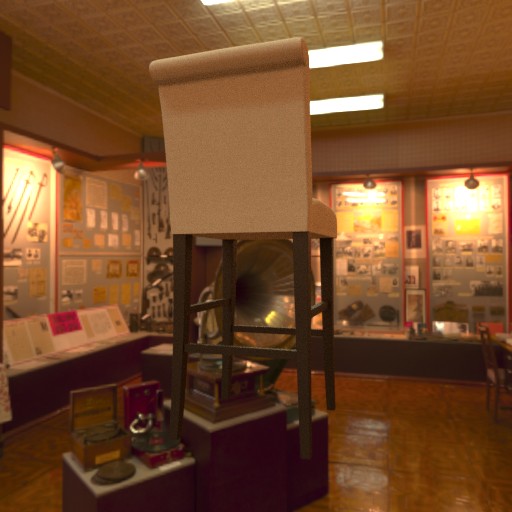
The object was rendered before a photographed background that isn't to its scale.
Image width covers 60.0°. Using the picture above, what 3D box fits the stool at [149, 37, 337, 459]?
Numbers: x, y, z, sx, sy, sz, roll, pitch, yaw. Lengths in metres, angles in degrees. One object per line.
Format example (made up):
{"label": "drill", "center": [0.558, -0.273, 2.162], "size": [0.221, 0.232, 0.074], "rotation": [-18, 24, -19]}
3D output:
{"label": "stool", "center": [0.000, 0.000, 1.455], "size": [0.452, 1.124, 0.597], "rotation": [0, -1, 18]}
